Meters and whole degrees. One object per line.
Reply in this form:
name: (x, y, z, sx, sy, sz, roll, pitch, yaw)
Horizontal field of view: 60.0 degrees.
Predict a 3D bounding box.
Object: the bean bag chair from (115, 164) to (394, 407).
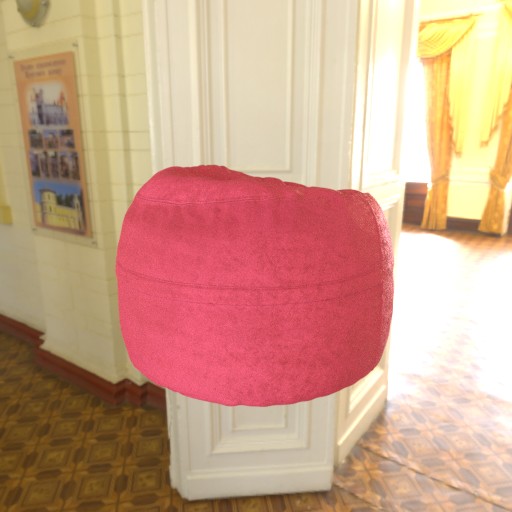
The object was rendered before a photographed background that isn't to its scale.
bean bag chair: (0.000, 0.000, 2.001, 1.218, 0.788, 1.218, 0, 16, 0)
